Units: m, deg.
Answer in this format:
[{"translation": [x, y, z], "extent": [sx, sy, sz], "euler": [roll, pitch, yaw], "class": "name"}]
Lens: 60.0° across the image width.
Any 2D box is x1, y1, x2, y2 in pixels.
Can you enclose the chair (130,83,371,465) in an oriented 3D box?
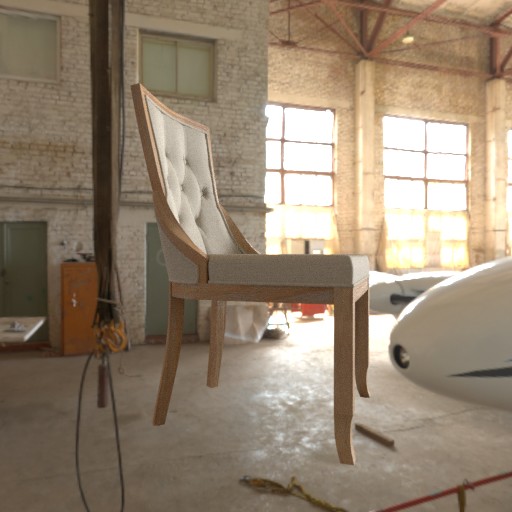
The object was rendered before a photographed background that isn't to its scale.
[{"translation": [0.000, 0.000, 1.345], "extent": [0.641, 0.947, 0.524], "euler": [0, 0, 18], "class": "chair"}]
